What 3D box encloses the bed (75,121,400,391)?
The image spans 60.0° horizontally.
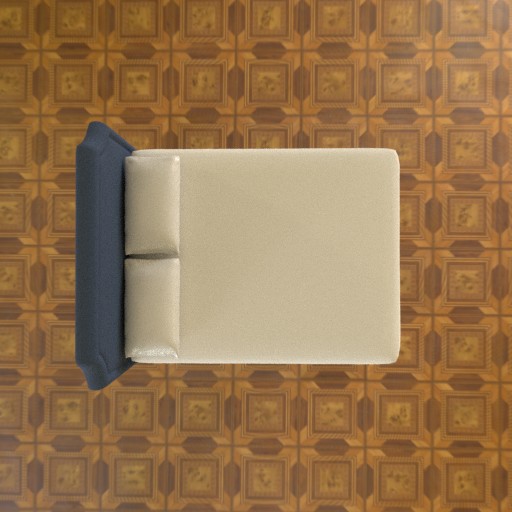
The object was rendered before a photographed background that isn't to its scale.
[{"bbox_3d":[0.000,0.000,3.384,2.260,1.297,1.831,0,90,1],"label":"bed"}]
